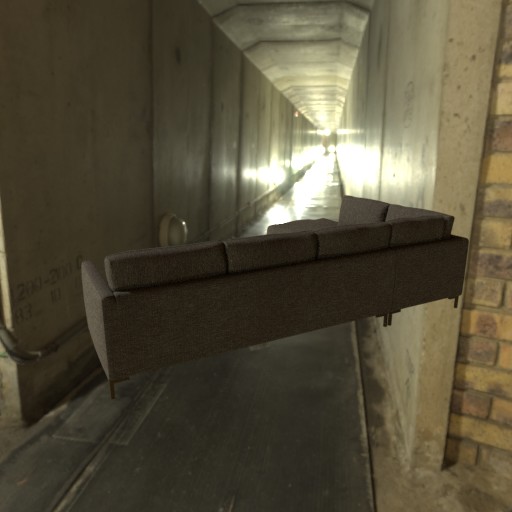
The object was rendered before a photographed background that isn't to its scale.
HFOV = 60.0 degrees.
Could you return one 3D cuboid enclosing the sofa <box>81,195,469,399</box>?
[{"bbox_3d":[0.000,0.000,3.863,2.949,0.815,2.007,-8,18,-27],"label":"sofa"}]
